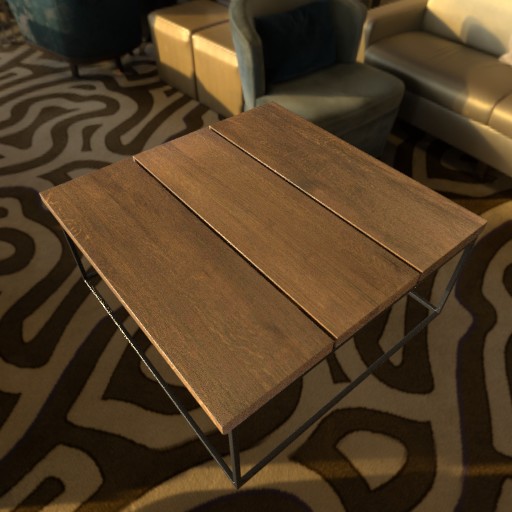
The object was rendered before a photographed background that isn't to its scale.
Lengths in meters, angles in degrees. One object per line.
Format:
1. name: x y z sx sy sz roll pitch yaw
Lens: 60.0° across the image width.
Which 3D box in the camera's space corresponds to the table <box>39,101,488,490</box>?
1. table: 0.000 0.000 1.394 0.900 0.400 0.900 -30 53 -26
